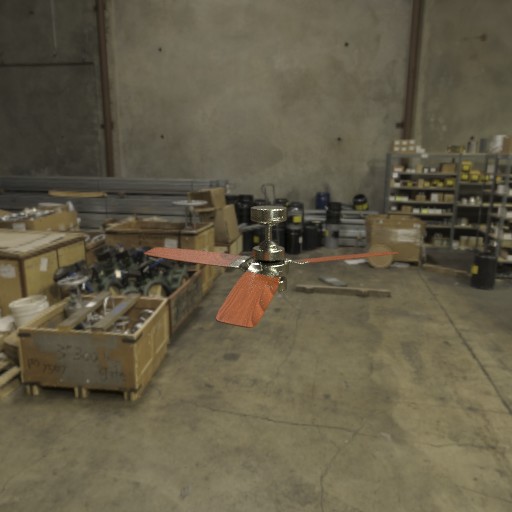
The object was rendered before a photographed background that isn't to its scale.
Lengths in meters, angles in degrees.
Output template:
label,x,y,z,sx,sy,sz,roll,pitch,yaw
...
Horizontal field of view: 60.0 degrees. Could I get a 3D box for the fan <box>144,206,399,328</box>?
label,x,y,z,sx,sy,sz,roll,pitch,yaw
fan,0.000,0.000,2.029,1.416,0.410,1.271,2,13,10
